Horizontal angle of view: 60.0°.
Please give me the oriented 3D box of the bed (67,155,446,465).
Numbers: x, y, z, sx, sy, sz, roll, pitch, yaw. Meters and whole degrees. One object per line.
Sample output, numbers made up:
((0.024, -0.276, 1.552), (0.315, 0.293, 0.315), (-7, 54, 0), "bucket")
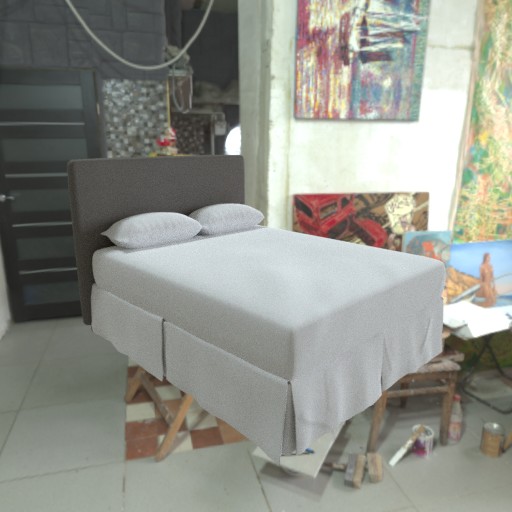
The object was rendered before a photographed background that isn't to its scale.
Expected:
((0.000, 0.000, 3.131), (1.723, 1.330, 2.142), (-14, 20, -42), "bed")
